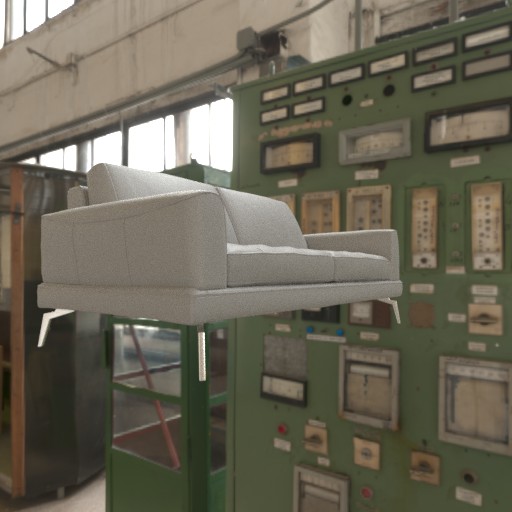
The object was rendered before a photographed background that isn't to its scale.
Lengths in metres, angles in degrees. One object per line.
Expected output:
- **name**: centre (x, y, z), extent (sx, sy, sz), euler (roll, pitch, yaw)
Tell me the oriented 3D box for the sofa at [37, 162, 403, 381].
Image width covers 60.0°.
- **sofa**: centre (0.000, 0.000, 2.687), extent (1.121, 0.930, 2.177), euler (-1, -2, 37)
